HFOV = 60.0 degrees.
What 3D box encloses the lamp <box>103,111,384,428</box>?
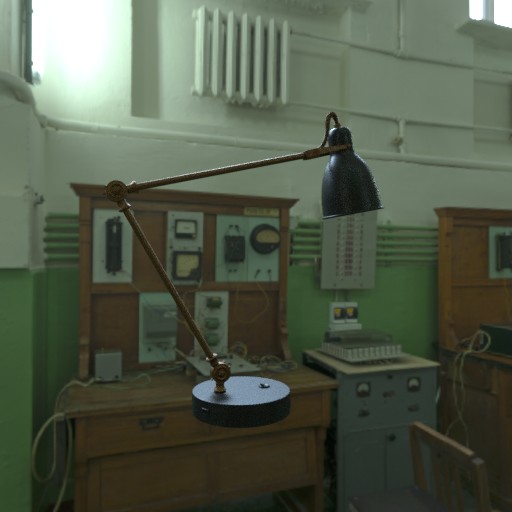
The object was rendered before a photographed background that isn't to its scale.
[{"bbox_3d":[0.000,0.000,0.858,0.561,0.587,0.187,0,-1,-20],"label":"lamp"}]
